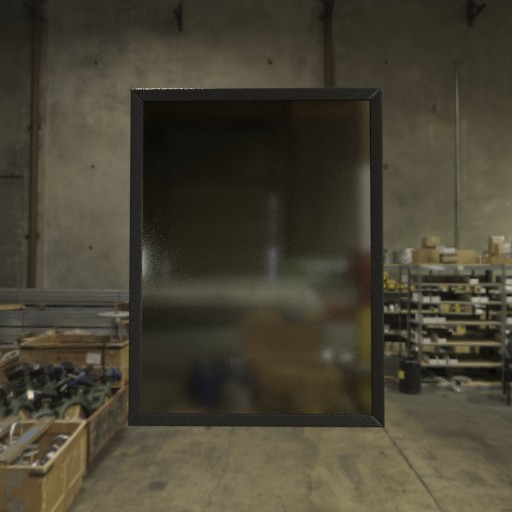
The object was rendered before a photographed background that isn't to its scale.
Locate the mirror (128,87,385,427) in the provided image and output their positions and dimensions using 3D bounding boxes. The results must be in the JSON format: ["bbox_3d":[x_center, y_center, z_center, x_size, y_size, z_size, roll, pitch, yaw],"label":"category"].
[{"bbox_3d":[0.000,0.000,1.349,0.762,1.016,0.040,0,-1,1],"label":"mirror"}]
